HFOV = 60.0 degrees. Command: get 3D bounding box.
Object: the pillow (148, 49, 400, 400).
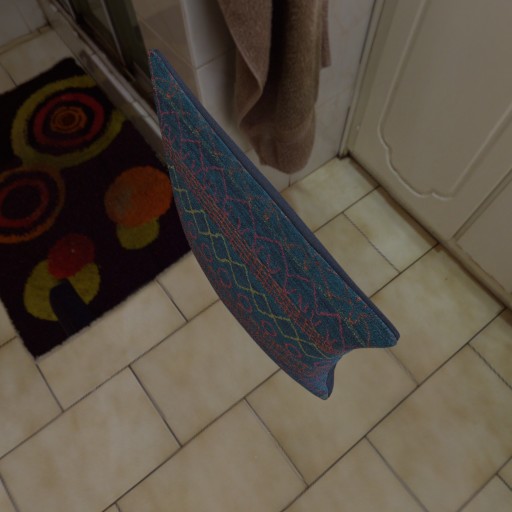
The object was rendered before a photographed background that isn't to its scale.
[{"bbox_3d":[0.000,0.000,0.645,0.141,0.431,0.431,-33,70,-14],"label":"pillow"}]
